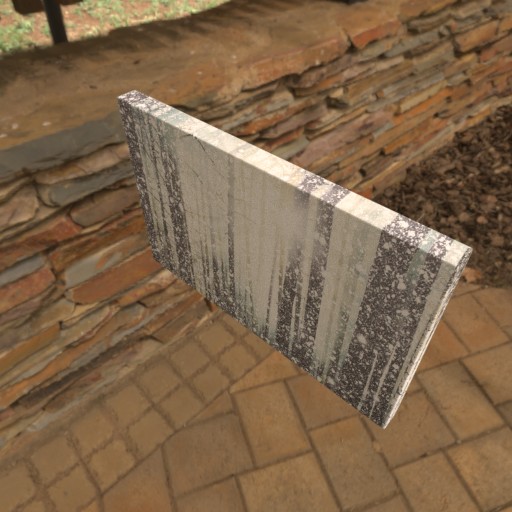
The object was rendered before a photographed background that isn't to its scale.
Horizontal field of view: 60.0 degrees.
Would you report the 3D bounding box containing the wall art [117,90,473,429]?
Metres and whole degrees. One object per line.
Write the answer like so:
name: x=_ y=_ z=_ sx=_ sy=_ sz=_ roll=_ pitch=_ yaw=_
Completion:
wall art: x=0.000 y=0.000 z=0.772 sx=0.618 sy=0.398 sz=0.042 roll=32 pitch=53 yaw=29
